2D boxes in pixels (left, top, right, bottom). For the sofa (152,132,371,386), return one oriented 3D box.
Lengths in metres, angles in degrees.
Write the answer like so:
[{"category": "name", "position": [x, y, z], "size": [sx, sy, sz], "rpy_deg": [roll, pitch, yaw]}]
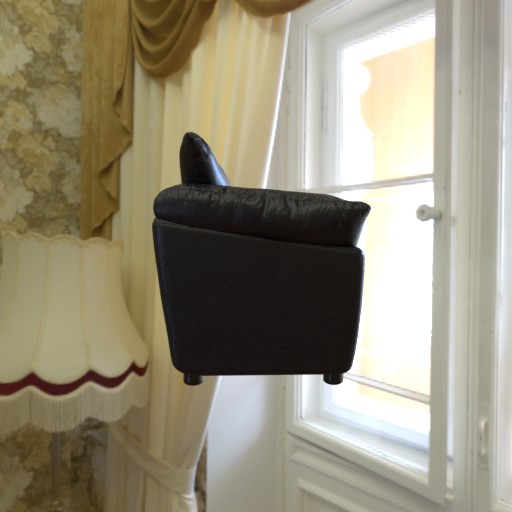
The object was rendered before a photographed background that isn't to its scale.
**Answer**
[{"category": "sofa", "position": [0.000, 0.000, 2.885], "size": [0.880, 1.073, 2.336], "rpy_deg": [0, 1, -1]}]
